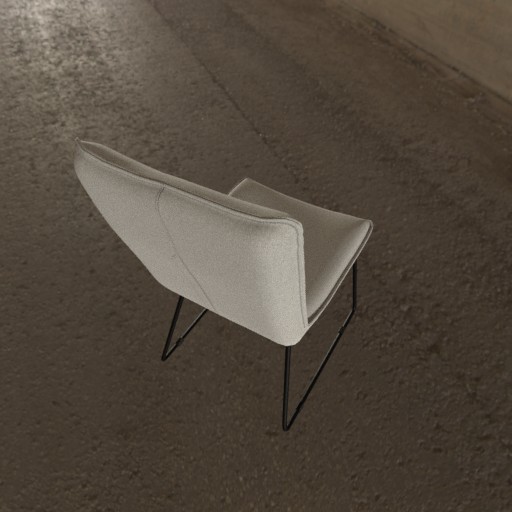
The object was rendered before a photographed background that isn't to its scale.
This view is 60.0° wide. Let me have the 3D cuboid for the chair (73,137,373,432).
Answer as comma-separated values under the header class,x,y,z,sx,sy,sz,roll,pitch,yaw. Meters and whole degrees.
class,x,y,z,sx,sy,sz,roll,pitch,yaw
chair,0.000,0.000,1.298,0.515,0.930,0.688,23,50,21
